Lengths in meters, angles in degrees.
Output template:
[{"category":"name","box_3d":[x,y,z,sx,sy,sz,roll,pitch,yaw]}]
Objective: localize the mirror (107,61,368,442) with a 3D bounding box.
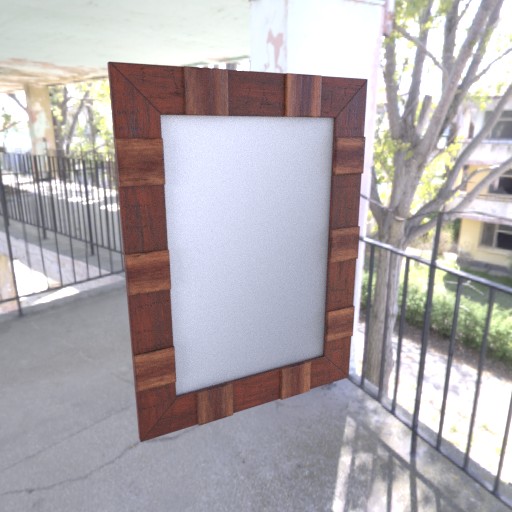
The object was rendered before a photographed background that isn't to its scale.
[{"category":"mirror","box_3d":[0.000,0.000,1.041,0.600,0.805,0.021,-8,18,-26]}]
